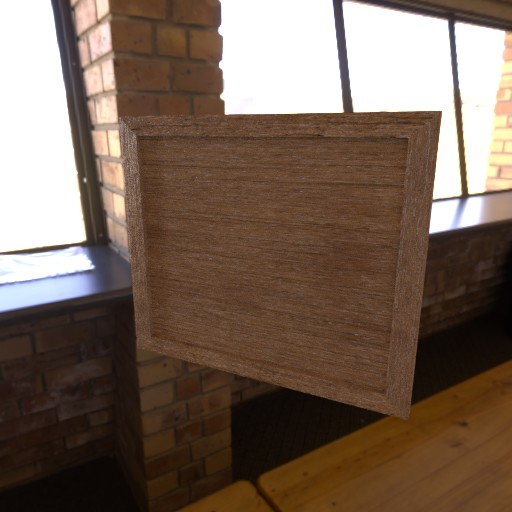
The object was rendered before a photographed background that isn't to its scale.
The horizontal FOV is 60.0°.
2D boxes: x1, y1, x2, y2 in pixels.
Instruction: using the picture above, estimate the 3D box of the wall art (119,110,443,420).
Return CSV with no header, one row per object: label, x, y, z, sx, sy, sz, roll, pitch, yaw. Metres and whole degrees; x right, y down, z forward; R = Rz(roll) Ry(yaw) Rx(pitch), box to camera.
wall art,0.000,0.000,0.964,0.690,0.588,0.026,8,18,25
